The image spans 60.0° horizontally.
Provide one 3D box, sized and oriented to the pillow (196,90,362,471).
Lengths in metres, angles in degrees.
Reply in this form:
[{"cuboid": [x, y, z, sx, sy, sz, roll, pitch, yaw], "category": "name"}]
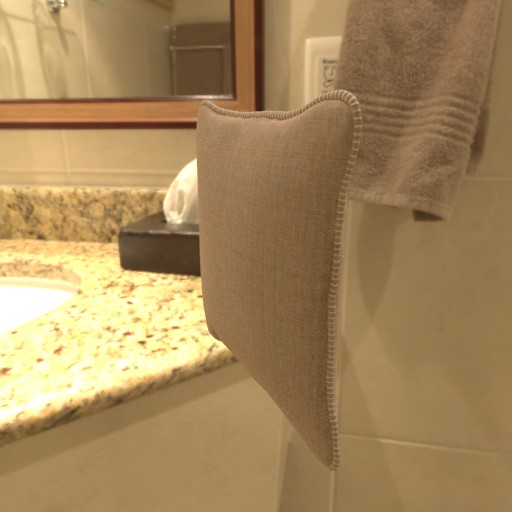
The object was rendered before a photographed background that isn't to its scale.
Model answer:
[{"cuboid": [0.000, 0.000, 0.727, 0.124, 0.494, 0.485, -9, 20, -25], "category": "pillow"}]
